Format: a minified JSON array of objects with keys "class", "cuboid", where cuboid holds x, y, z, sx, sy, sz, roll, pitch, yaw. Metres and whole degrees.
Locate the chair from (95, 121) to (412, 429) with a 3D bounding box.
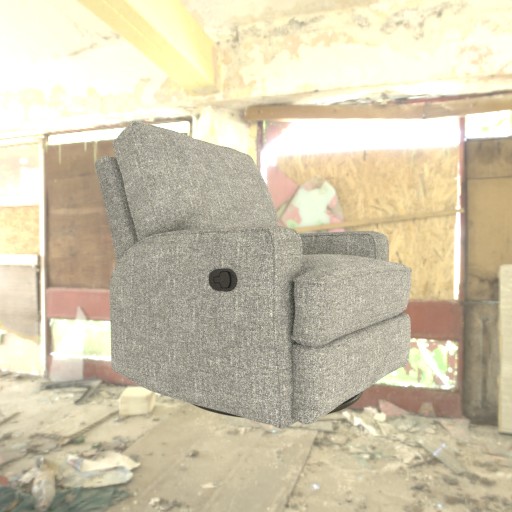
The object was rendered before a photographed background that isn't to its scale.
[{"class":"chair","cuboid":[0.000,0.000,1.676,0.964,0.962,0.861,1,2,36]}]
